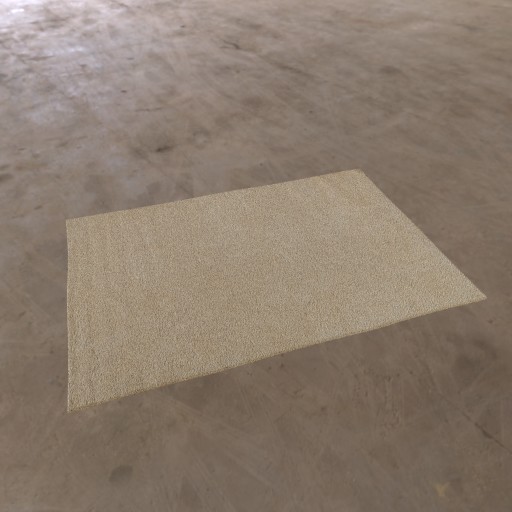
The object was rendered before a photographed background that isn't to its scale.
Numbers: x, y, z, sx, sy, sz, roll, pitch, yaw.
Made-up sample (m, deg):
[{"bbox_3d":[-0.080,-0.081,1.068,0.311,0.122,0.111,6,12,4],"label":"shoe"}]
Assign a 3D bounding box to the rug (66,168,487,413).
[{"bbox_3d":[0.000,0.000,3.327,2.699,0.025,1.800,-12,43,-14],"label":"rug"}]
